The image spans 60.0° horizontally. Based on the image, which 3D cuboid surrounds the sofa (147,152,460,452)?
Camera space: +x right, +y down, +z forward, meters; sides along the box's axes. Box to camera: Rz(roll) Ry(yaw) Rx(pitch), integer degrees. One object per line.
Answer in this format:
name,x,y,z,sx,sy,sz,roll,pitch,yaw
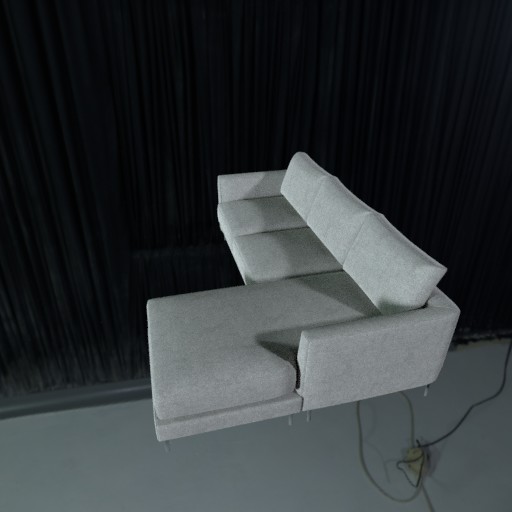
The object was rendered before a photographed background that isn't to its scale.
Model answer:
sofa,0.000,0.000,3.220,1.626,0.864,2.438,-7,30,-13
